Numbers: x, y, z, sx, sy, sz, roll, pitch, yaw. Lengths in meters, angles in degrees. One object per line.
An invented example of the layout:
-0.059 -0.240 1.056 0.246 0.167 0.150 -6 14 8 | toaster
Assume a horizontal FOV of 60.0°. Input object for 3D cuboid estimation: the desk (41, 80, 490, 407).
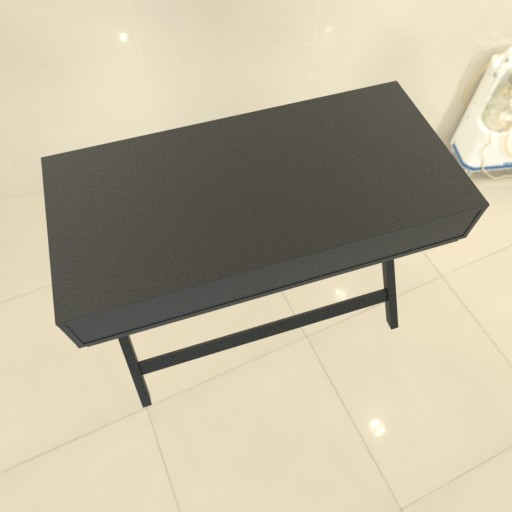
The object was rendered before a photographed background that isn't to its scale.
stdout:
0.000 0.000 1.484 1.057 0.780 0.525 -15 60 -9 | desk
